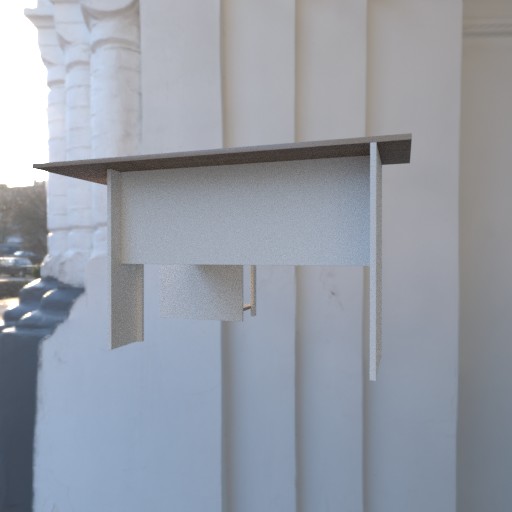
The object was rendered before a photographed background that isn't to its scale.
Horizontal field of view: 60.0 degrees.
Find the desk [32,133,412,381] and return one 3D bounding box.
[{"bbox_3d":[0.000,0.000,2.090,1.361,0.716,1.303,0,0,18],"label":"desk"}]
